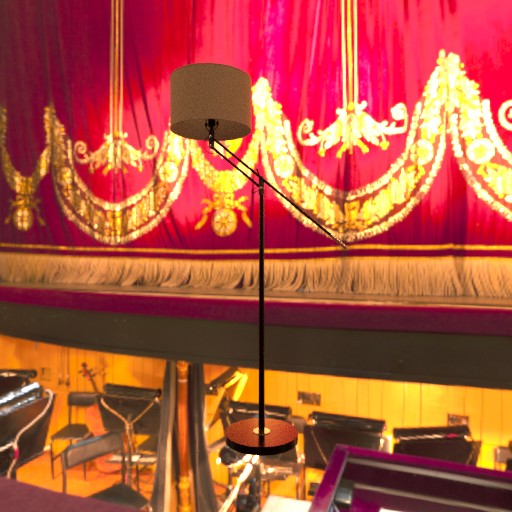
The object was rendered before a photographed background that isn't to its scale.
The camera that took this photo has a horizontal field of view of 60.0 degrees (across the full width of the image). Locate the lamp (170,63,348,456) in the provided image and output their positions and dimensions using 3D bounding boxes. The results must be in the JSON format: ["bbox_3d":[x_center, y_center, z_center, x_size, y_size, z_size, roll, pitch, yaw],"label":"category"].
[{"bbox_3d":[0.000,0.000,1.982,0.809,1.635,0.373,0,0,18],"label":"lamp"}]
